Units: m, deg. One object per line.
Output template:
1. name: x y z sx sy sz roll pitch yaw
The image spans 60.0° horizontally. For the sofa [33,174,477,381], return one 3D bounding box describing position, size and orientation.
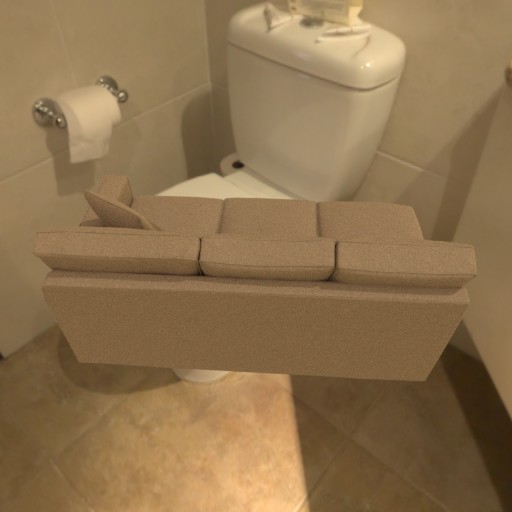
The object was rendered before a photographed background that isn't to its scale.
1. sofa: 0.000 0.000 2.514 1.963 0.946 1.034 3 46 2
